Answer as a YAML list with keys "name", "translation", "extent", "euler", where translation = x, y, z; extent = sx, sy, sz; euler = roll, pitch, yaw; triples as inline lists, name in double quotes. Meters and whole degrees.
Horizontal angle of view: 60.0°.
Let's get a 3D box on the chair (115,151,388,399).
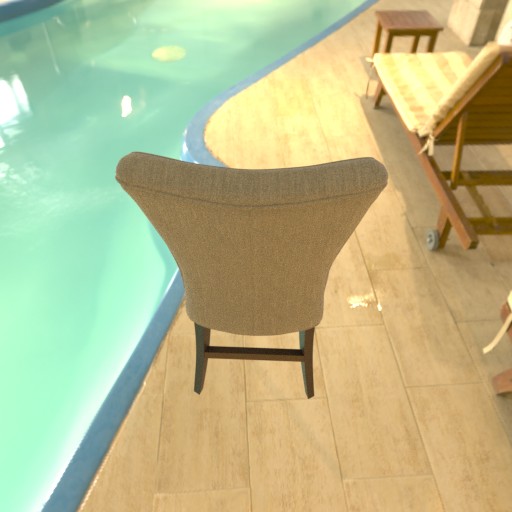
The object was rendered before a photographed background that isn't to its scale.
- name: "chair"
  translation: [0.000, 0.000, 1.349]
  extent: [0.520, 0.991, 0.660]
  euler: [2, 45, 2]
